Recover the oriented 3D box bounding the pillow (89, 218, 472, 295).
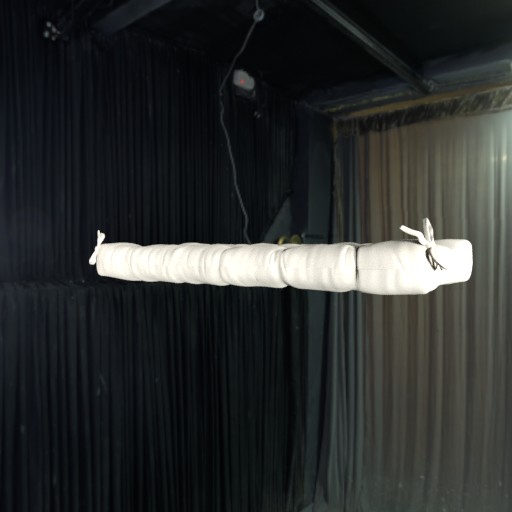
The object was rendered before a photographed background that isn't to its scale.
[{"bbox_3d":[0.000,0.000,1.363,1.194,0.174,0.511,0,1,36],"label":"pillow"}]
